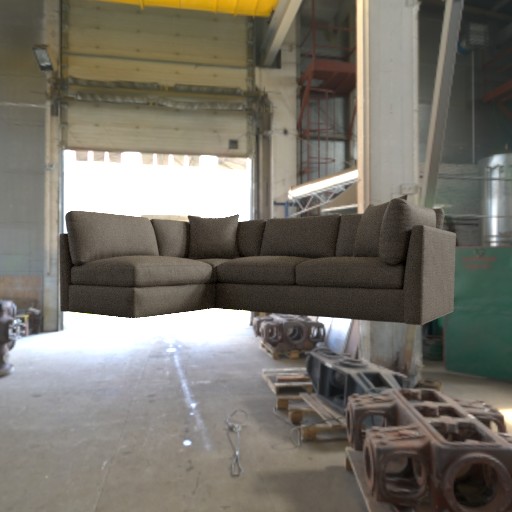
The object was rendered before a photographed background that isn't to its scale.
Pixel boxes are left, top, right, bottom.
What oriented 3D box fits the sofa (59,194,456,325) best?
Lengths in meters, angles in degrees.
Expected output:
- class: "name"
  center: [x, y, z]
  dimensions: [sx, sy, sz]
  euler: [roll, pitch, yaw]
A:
- class: "sofa"
  center: [0.000, 0.000, 3.895]
  dimensions: [2.896, 0.978, 1.994]
  euler: [-1, -1, 35]
